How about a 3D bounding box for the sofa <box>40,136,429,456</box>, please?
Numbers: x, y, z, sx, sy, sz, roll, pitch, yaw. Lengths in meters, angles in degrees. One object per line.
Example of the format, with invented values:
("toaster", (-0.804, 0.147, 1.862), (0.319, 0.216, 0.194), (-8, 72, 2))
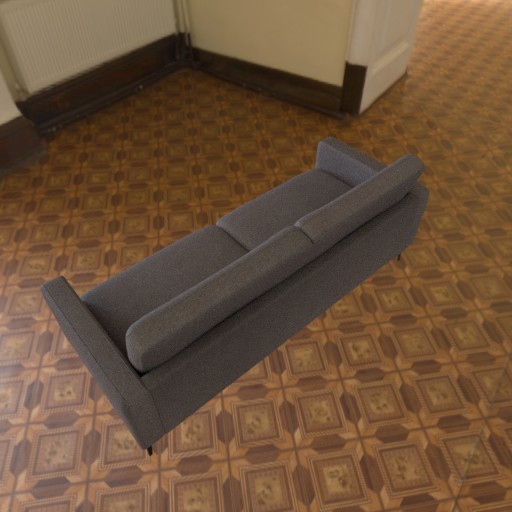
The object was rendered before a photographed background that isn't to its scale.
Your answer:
("sofa", (0.000, 0.000, 2.331), (1.925, 0.828, 0.774), (-32, 54, -27))
